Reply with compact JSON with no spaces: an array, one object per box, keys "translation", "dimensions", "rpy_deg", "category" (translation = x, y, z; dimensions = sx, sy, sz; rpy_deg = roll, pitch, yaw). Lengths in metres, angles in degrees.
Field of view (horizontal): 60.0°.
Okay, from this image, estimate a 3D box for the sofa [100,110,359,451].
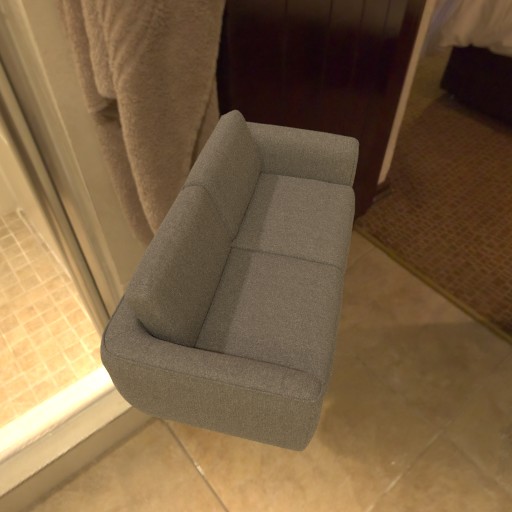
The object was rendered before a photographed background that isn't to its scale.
[{"translation":[0.000,0.000,2.250],"dimensions":[0.920,0.870,1.700],"rpy_deg":[10,49,9],"category":"sofa"}]
